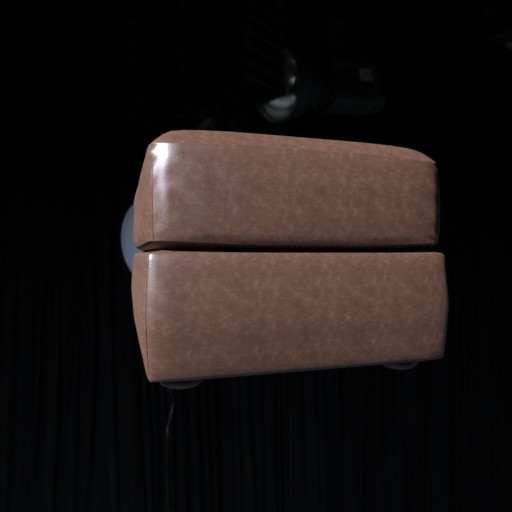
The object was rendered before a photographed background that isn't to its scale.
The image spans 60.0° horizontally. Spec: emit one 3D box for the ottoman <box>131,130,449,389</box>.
[{"bbox_3d":[0.000,0.000,1.144,0.603,0.476,0.751,0,0,-17],"label":"ottoman"}]
